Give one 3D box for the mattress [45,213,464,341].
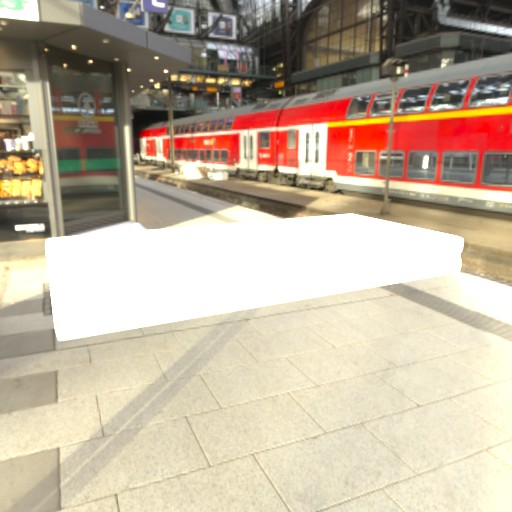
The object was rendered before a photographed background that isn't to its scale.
[{"bbox_3d":[0.000,0.000,2.234,1.900,0.200,0.900,-7,15,-25],"label":"mattress"}]
